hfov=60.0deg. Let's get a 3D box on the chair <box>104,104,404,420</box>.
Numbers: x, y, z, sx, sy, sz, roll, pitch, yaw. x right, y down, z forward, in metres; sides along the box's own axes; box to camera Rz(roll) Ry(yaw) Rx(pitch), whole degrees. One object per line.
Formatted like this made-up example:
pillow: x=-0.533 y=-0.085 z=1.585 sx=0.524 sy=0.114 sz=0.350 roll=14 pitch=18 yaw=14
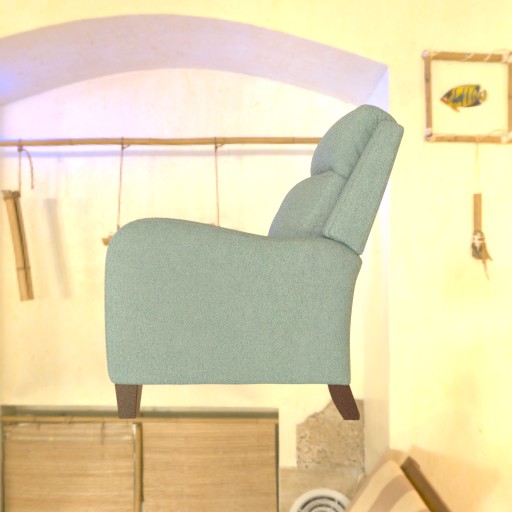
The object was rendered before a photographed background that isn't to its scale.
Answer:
chair: x=0.000 y=0.000 z=1.795 sx=0.988 sy=1.067 sz=0.785 roll=0 pitch=-1 yaw=0
